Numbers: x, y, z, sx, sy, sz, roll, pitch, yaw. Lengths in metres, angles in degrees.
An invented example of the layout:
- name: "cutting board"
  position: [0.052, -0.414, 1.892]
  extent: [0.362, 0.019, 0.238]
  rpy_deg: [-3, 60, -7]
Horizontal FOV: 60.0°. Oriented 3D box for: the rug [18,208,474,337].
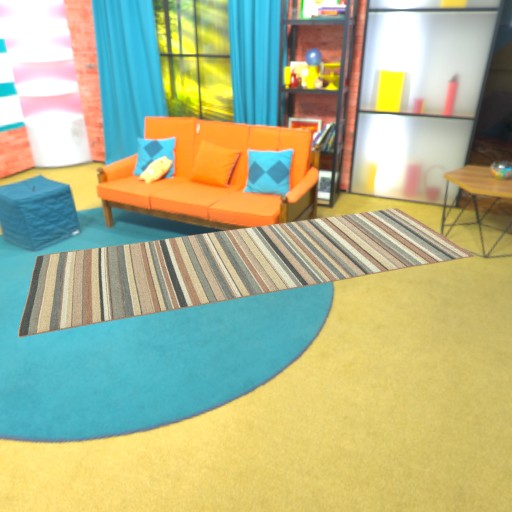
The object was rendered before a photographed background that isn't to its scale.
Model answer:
- name: "rug"
  position: [0.000, 0.000, 2.593]
  extent: [2.444, 0.010, 0.799]
  rpy_deg: [-9, 29, -16]
